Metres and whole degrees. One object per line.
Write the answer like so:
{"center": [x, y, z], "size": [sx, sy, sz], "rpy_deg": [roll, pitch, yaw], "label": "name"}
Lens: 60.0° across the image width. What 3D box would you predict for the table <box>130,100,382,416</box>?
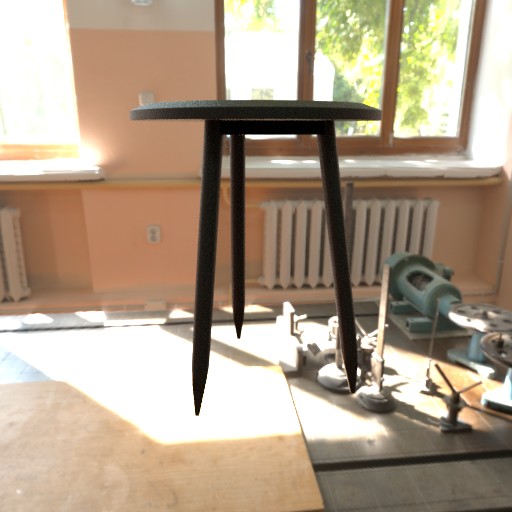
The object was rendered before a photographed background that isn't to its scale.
{"center": [0.000, 0.000, 0.911], "size": [0.457, 0.585, 0.457], "rpy_deg": [0, 16, 0], "label": "table"}
